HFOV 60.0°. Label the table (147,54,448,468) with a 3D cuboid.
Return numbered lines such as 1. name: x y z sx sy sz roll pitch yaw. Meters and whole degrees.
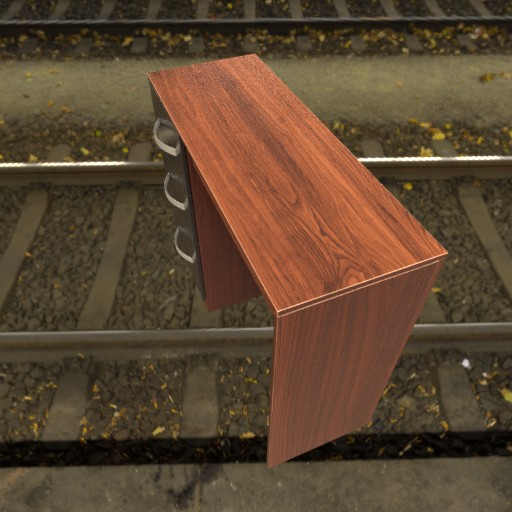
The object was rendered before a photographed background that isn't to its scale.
1. table: 0.000 0.000 1.345 0.380 0.790 0.930 -17 50 -15
